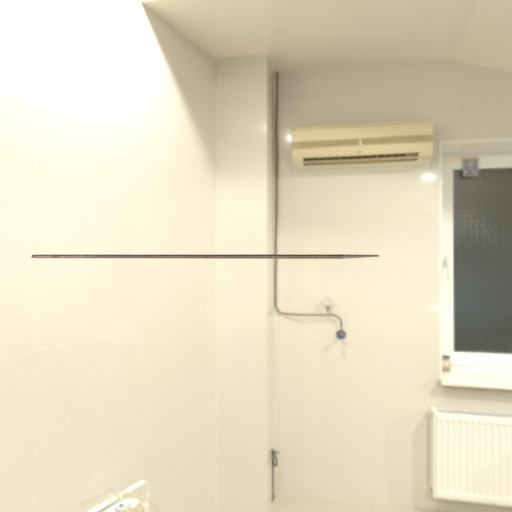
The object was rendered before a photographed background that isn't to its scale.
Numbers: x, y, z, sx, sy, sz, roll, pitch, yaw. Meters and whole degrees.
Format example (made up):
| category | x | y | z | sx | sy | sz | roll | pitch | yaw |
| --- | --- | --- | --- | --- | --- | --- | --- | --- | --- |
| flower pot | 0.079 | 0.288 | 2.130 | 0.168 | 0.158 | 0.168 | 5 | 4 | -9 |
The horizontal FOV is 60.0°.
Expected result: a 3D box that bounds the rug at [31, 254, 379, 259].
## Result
| category | x | y | z | sx | sy | sz | roll | pitch | yaw |
| --- | --- | --- | --- | --- | --- | --- | --- | --- | --- |
| rug | 0.000 | 0.000 | 3.122 | 1.539 | 0.018 | 2.449 | 0 | 0 | 19 |
